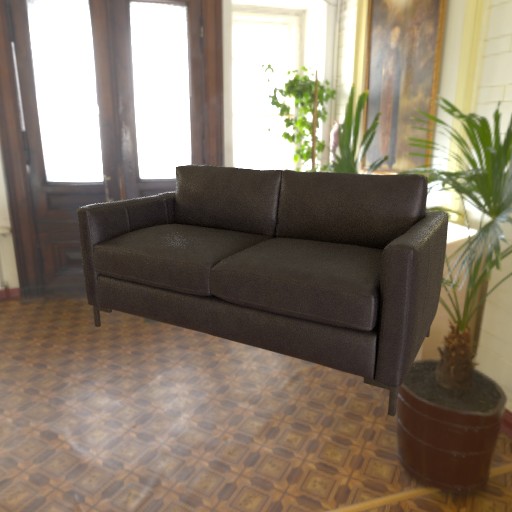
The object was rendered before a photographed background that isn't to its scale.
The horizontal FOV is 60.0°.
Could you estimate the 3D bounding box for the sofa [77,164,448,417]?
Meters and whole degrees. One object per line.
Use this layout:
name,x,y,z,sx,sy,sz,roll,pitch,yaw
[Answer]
sofa,0.000,0.000,2.364,1.805,0.883,0.947,8,17,27
